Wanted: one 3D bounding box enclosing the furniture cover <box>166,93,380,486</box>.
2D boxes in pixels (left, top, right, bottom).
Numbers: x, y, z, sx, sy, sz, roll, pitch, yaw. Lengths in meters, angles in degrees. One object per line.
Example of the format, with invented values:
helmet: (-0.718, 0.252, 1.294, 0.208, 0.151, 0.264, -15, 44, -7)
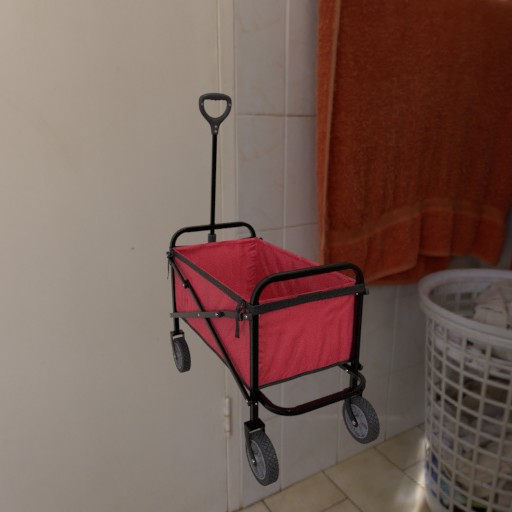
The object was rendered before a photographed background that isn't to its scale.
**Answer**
furniture cover: (0.000, 0.000, 1.795, 0.532, 1.295, 1.038, -8, 18, -27)
